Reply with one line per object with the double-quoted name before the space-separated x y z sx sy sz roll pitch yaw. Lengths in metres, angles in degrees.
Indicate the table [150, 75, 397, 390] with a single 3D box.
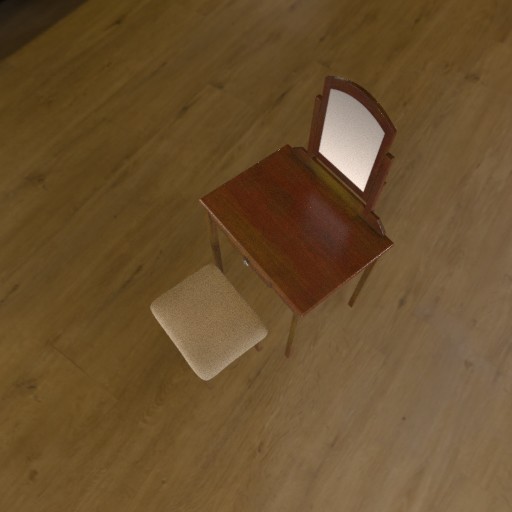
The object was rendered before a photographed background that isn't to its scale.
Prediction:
"table" 0.000 0.000 2.405 1.211 1.631 0.876 -35 68 -17
